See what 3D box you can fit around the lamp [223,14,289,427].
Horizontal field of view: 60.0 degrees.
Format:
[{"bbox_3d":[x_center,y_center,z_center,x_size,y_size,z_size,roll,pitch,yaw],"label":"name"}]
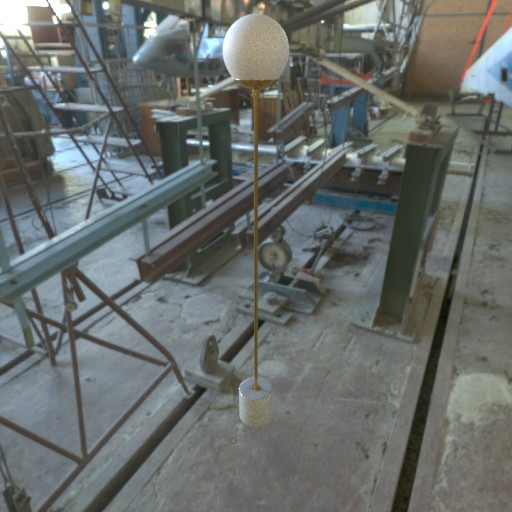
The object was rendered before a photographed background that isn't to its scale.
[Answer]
[{"bbox_3d":[0.000,0.000,1.825,0.224,1.753,0.224,-8,27,-17],"label":"lamp"}]
